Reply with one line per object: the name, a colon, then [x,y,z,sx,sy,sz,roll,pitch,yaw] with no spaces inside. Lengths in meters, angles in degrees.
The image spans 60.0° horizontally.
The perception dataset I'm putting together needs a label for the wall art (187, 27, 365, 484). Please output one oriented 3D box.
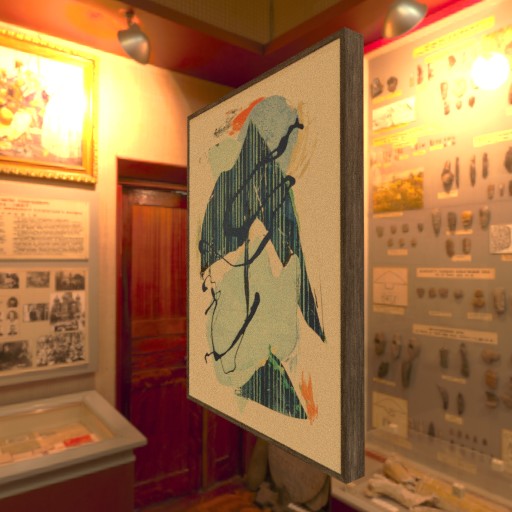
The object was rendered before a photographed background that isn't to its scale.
wall art: [0.000,0.000,1.311,0.063,1.016,0.762,0,-1,-36]
